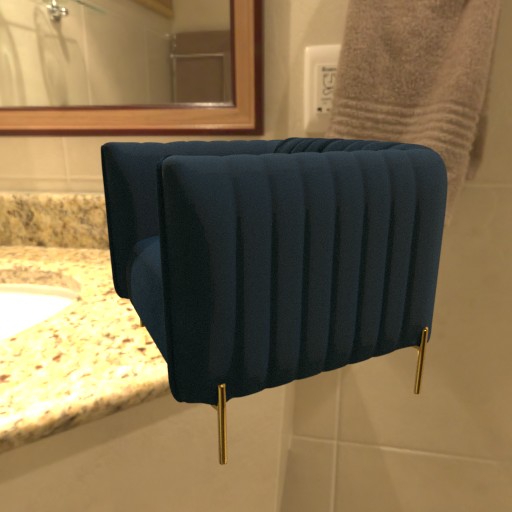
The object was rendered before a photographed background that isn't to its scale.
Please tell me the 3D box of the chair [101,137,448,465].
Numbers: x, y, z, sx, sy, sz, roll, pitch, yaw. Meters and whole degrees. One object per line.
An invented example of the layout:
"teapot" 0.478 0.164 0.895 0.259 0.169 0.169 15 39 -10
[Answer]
"chair" 0.000 0.000 1.566 0.877 0.793 0.947 -8 19 -26
